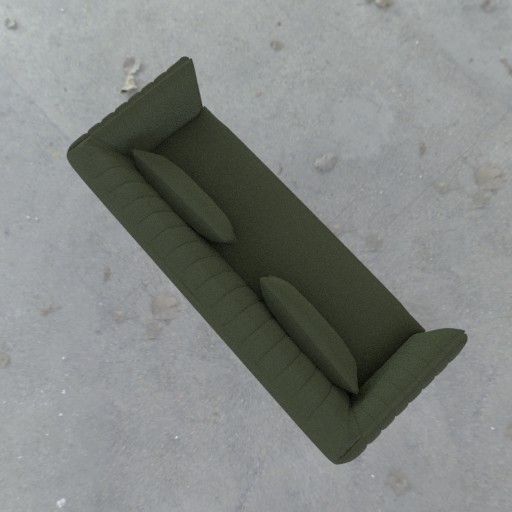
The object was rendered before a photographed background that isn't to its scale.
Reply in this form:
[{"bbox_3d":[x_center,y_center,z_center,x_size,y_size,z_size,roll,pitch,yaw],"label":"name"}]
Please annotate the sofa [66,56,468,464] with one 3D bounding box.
[{"bbox_3d":[0.000,0.000,2.531,0.896,0.793,2.137,-41,80,-9],"label":"sofa"}]
